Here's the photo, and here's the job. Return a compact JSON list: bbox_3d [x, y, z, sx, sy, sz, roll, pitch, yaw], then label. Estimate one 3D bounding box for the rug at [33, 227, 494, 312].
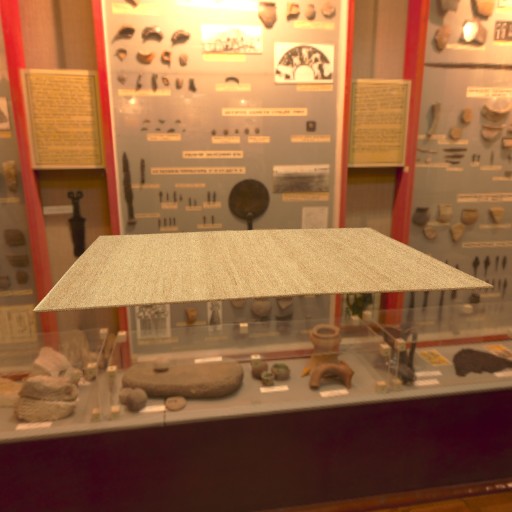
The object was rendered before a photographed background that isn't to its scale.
[{"bbox_3d":[0.000,0.000,2.917,2.283,0.030,1.596,-2,15,-8],"label":"rug"}]
